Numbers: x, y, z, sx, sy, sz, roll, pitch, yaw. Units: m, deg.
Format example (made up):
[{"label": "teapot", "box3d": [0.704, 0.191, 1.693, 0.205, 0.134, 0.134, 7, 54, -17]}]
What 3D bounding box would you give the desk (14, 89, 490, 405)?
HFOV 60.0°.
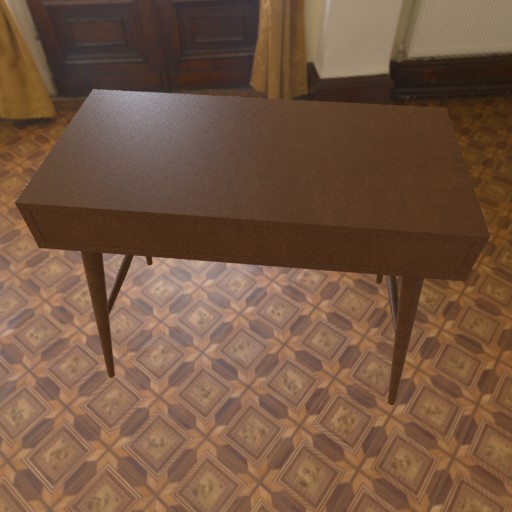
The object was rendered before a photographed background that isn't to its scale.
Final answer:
[{"label": "desk", "box3d": [0.000, 0.000, 1.320, 0.949, 0.758, 0.510, 4, 49, 4]}]
